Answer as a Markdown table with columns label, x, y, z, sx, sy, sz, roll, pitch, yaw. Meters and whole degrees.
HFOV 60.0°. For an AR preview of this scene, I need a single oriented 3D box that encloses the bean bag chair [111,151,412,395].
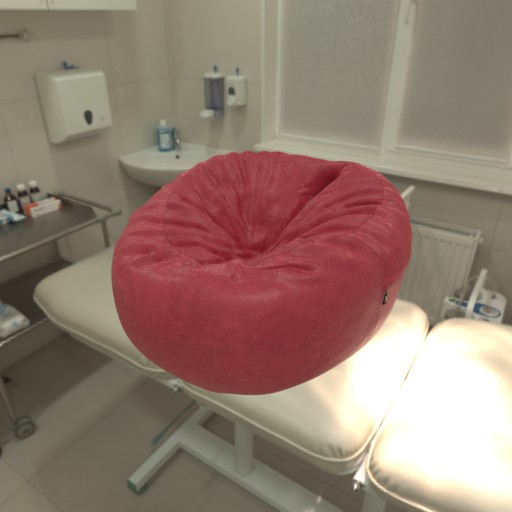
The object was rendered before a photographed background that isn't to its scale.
| label | x | y | z | sx | sy | sz | roll | pitch | yaw |
| --- | --- | --- | --- | --- | --- | --- | --- | --- | --- |
| bean bag chair | 0.000 | 0.000 | 2.449 | 1.524 | 0.878 | 1.524 | 18 | 33 | 29 |
